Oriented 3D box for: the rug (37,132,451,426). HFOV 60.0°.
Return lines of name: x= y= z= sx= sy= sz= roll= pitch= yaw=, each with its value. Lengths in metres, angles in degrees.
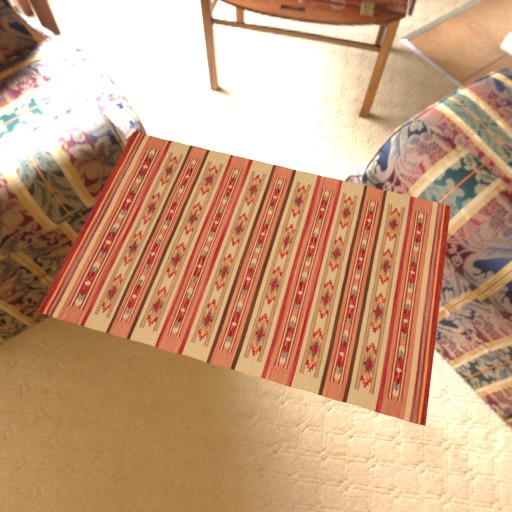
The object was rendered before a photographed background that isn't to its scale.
rug: x=0.000 y=0.000 z=2.968 sx=2.431 sy=0.010 sz=1.535 roll=15 pitch=65 yaw=7
